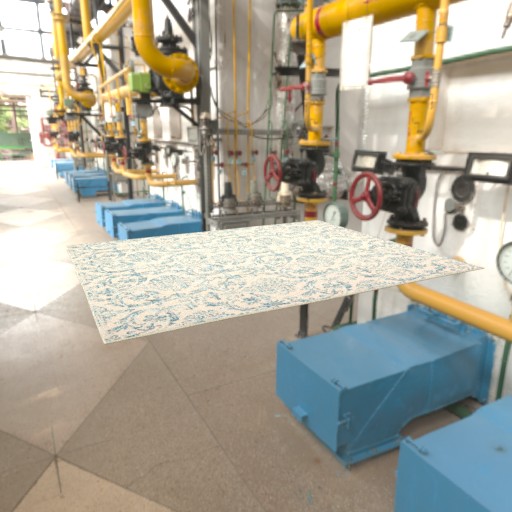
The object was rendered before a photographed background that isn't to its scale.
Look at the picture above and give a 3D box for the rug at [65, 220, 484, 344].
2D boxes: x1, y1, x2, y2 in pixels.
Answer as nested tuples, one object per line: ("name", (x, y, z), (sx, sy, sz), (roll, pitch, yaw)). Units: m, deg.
("rug", (0.000, 0.000, 3.968), (2.980, 0.012, 2.363), (-8, 17, -26))
